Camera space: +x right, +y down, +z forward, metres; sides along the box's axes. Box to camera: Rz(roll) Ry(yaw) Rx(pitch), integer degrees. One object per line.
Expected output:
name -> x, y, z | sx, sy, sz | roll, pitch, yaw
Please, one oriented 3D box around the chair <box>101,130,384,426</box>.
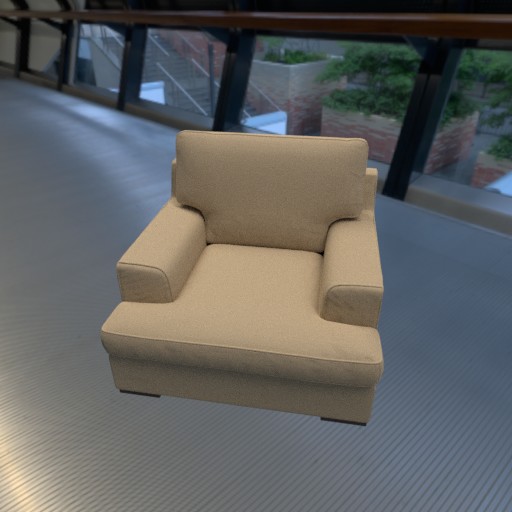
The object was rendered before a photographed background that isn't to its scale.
chair -> 0.000, 0.000, 2.190 | 1.293, 1.005, 1.274 | 1, 31, 2
